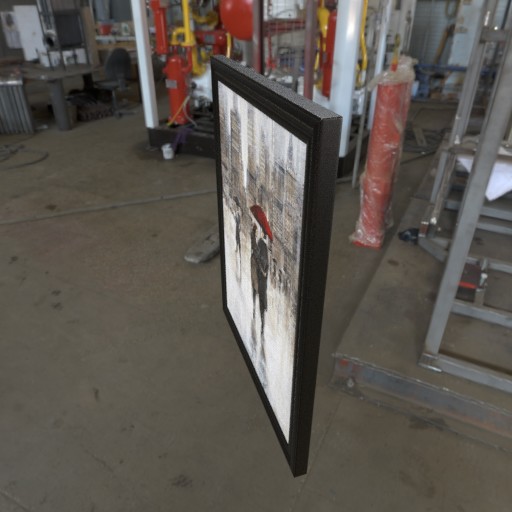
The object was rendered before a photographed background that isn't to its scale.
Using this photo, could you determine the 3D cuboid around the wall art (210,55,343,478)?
[{"bbox_3d":[0.000,0.000,1.570,0.053,1.194,0.950,-10,33,-15],"label":"wall art"}]
